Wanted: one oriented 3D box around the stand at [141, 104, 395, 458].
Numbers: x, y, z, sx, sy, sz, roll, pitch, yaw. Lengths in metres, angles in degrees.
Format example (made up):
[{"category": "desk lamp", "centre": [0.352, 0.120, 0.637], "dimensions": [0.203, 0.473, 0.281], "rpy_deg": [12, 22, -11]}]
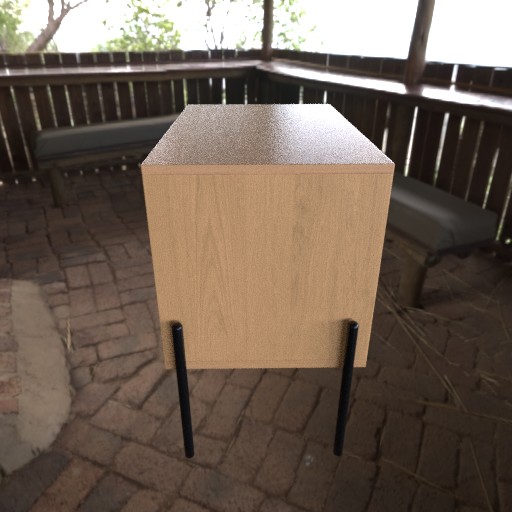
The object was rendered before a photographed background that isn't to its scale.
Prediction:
[{"category": "stand", "centre": [0.000, 0.000, 1.046], "dimensions": [0.400, 0.600, 0.630], "rpy_deg": [0, 27, -1]}]
